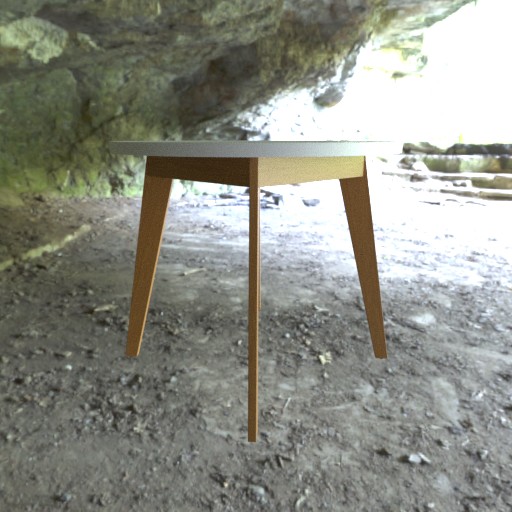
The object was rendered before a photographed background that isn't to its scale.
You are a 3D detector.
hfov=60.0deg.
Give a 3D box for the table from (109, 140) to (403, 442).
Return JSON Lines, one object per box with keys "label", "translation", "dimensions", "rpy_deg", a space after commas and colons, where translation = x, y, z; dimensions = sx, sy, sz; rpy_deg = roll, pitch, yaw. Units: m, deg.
{"label": "table", "translation": [0.000, 0.000, 1.517], "dimensions": [0.896, 0.762, 0.896], "rpy_deg": [0, 15, 0]}
